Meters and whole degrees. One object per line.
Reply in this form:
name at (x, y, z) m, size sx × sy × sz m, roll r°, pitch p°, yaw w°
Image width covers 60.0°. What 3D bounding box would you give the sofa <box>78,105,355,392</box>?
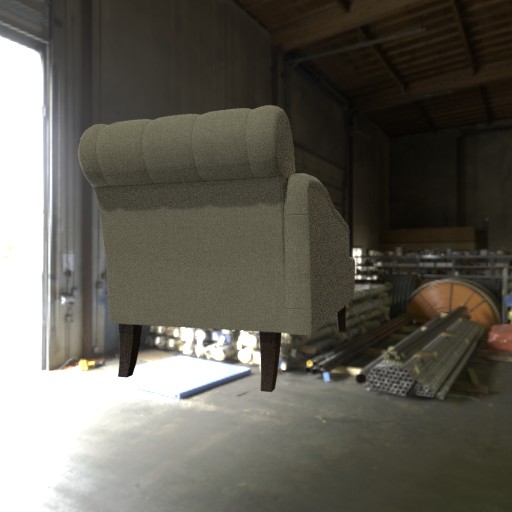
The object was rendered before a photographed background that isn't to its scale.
sofa at (0.000, 0.000, 1.807) m, size 0.675 × 0.787 × 1.379 m, roll 0°, pitch 0°, yaw 18°
